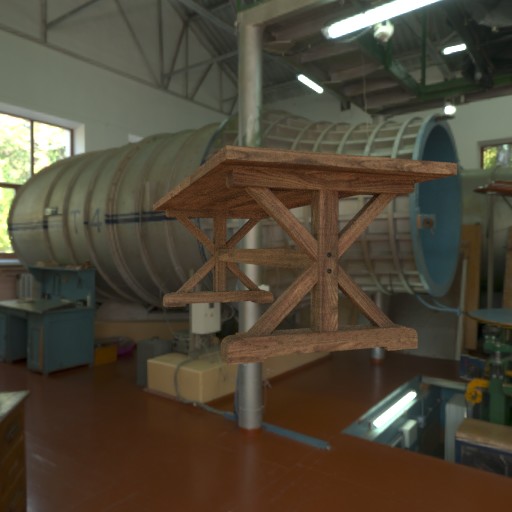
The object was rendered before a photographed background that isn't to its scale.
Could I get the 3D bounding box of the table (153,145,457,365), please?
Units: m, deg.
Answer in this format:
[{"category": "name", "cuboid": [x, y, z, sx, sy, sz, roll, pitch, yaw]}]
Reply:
[{"category": "table", "cuboid": [0.000, 0.000, 2.495, 0.907, 0.733, 2.031, 0, 1, -19]}]
